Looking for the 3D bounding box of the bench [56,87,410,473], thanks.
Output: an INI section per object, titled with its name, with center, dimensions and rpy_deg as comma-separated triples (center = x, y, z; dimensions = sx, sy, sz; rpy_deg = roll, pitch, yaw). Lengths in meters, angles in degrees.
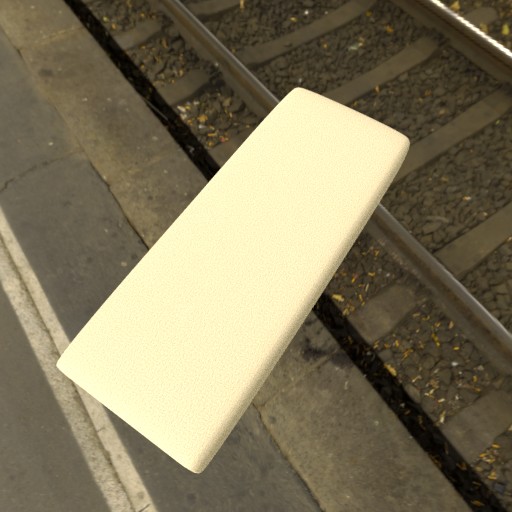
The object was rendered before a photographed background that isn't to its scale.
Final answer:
[bench]
center = 0.000, 0.000, 1.887
dimensions = 0.646, 0.393, 1.609
rpy_deg = 31, 67, 15
